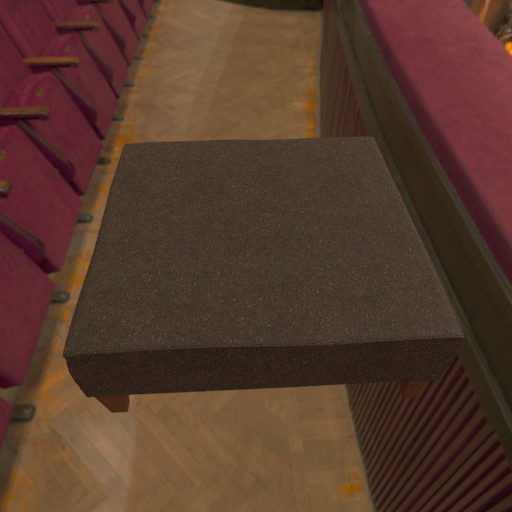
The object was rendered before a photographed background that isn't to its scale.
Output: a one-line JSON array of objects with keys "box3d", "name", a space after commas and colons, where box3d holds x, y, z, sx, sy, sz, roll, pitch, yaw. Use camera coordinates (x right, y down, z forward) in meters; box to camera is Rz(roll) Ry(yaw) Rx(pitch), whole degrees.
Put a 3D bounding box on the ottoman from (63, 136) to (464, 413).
[{"box3d": [0.000, 0.000, 1.537, 1.004, 0.382, 0.968, -2, 45, -2], "name": "ottoman"}]
